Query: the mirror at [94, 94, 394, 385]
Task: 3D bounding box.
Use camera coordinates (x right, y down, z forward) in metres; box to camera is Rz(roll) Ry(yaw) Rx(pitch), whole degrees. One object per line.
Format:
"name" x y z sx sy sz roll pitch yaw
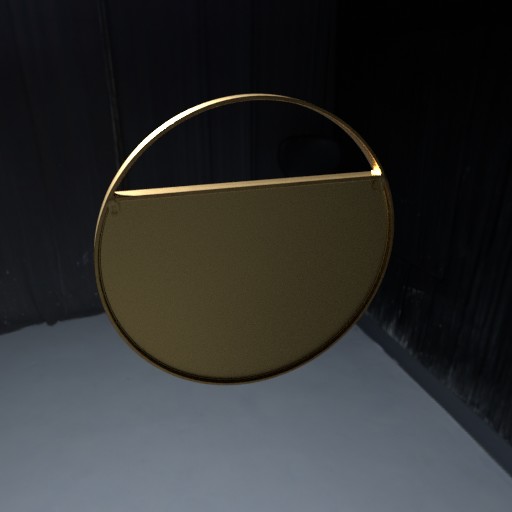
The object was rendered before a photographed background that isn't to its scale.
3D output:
"mirror" 0.000 0.000 0.824 0.565 0.565 0.032 -7 25 -16
